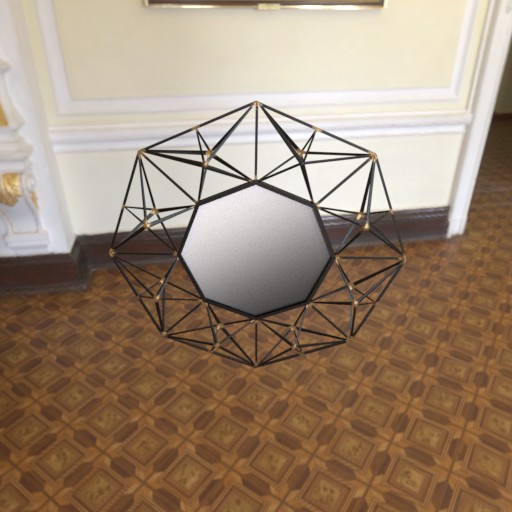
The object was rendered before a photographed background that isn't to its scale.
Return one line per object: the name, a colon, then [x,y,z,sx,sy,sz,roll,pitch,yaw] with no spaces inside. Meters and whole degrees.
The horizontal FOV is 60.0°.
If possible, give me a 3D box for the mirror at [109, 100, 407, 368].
mirror: [0.000,0.000,1.057,0.710,0.710,0.094,1,29,2]
